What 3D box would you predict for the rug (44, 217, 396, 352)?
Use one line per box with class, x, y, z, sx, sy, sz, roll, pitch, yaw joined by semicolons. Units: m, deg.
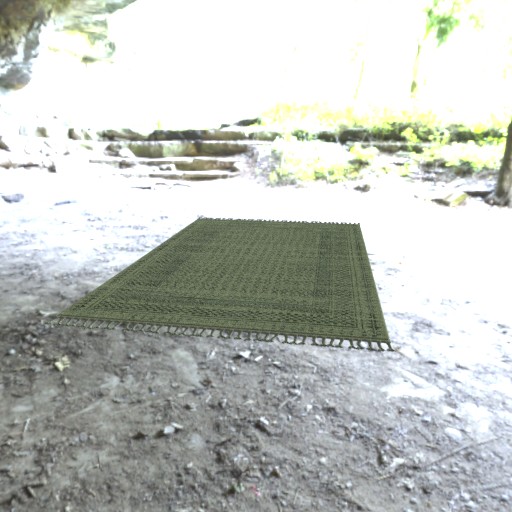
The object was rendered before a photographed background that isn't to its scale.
rug;0.000;0.000;3.047;1.548;0.013;2.486;3;17;9
